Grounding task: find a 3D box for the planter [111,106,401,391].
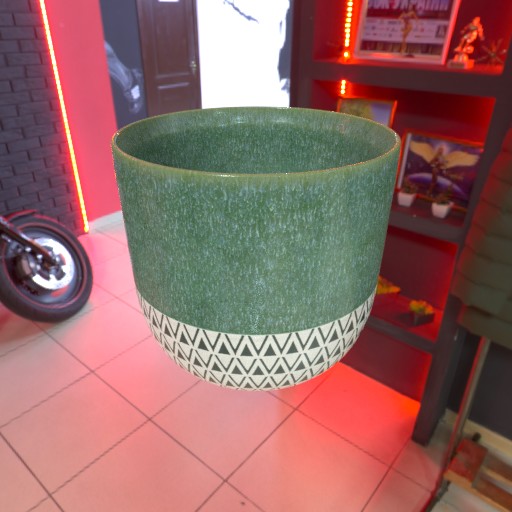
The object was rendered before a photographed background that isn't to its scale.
[{"bbox_3d":[0.000,0.000,0.485,0.266,0.270,0.266,0,28,0],"label":"planter"}]
